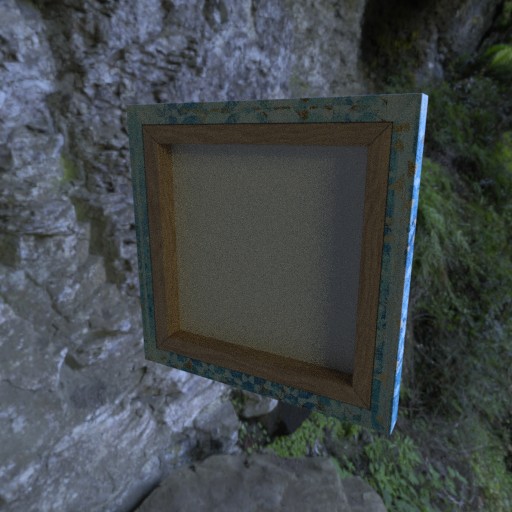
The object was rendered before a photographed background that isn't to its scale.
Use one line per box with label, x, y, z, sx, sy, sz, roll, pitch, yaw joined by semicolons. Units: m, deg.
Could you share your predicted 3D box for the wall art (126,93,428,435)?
wall art;0.000;0.000;0.612;0.405;0.405;0.037;8;18;28
